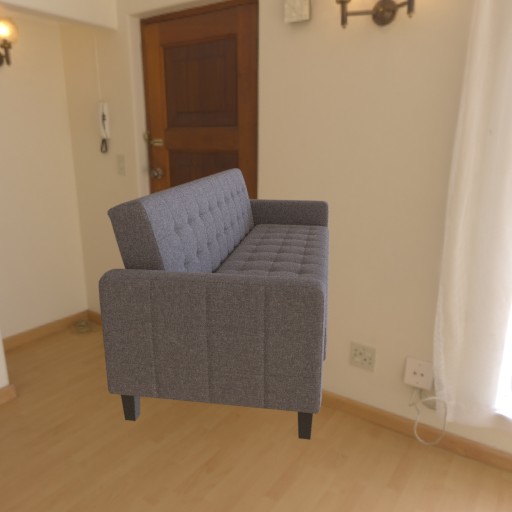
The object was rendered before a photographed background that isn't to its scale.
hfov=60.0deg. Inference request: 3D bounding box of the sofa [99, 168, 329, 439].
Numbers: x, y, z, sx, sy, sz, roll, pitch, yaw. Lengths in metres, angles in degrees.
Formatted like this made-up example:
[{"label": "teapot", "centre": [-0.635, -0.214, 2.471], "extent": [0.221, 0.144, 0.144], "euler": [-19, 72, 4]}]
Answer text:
[{"label": "sofa", "centre": [0.000, 0.000, 2.481], "extent": [0.810, 0.850, 2.040], "euler": [2, 15, 9]}]
